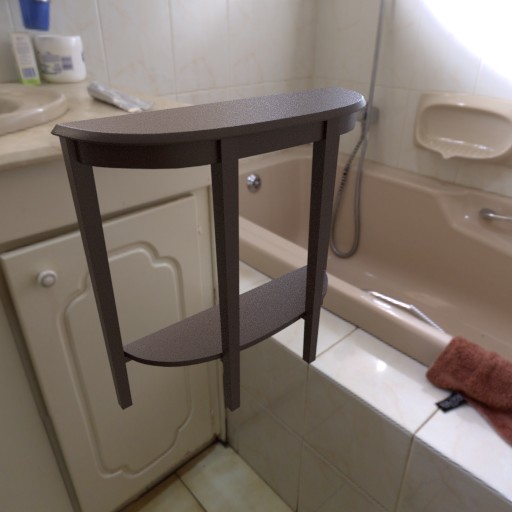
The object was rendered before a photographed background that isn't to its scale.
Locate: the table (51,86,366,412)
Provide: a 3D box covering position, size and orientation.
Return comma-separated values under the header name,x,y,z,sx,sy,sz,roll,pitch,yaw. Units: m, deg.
name,x,y,z,sx,sy,sz,roll,pitch,yaw
table,0.000,0.000,1.296,0.909,0.831,0.274,-21,35,-34
